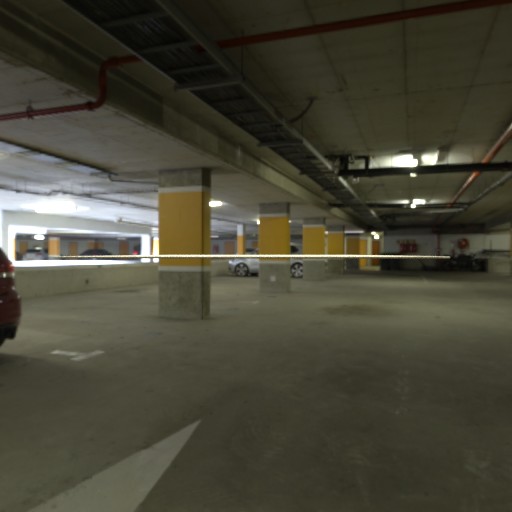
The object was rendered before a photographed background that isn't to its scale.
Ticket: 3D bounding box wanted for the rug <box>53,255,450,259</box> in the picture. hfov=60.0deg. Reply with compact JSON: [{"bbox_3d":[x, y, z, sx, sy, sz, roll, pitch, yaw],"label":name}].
[{"bbox_3d":[0.000,0.000,2.890,1.593,0.008,2.238,0,0,1],"label":"rug"}]
